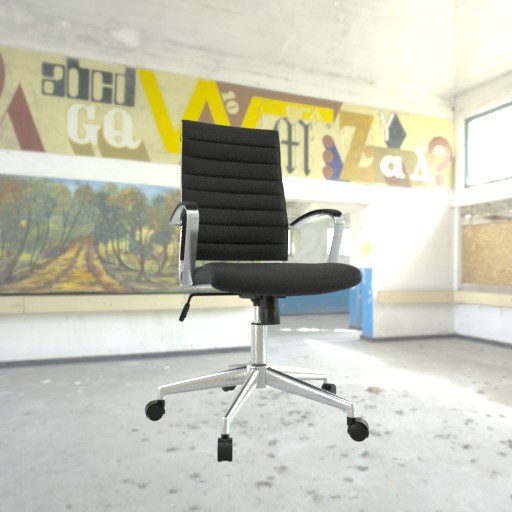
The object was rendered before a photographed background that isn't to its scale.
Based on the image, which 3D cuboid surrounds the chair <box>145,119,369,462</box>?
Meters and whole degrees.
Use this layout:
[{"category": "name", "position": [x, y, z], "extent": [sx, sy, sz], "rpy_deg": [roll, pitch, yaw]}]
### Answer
[{"category": "chair", "position": [0.000, 0.000, 1.620], "extent": [0.766, 1.149, 0.739], "rpy_deg": [1, -2, -20]}]
